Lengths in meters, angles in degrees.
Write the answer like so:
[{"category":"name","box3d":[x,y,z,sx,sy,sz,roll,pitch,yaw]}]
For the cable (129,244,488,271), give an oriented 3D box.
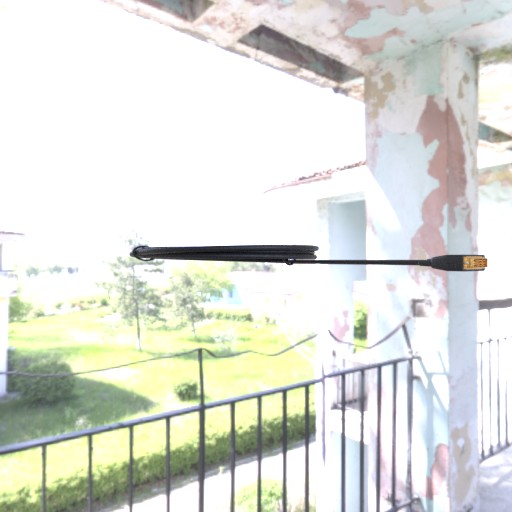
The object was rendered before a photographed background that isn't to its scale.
[{"category":"cable","box3d":[0.000,0.000,0.523,0.257,0.030,0.422,0,-1,-37]}]
